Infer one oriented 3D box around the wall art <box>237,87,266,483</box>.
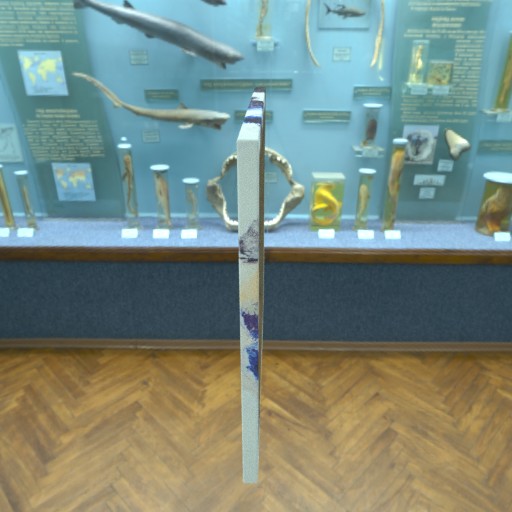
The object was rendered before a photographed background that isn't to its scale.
[{"bbox_3d":[0.000,0.000,1.354,0.038,0.885,0.887,1,26,2],"label":"wall art"}]
